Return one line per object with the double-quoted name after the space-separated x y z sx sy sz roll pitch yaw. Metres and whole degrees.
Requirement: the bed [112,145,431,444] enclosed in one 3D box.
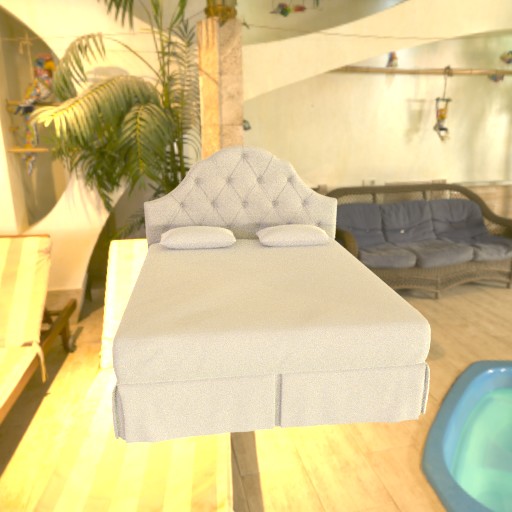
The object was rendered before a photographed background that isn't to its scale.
0.000 0.000 3.536 2.008 1.615 2.214 -2 17 -7 "bed"
